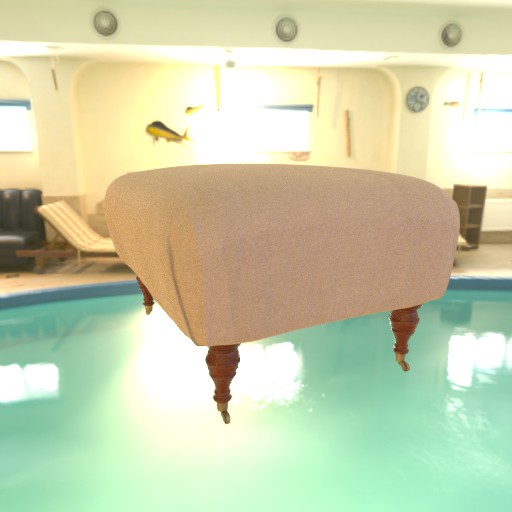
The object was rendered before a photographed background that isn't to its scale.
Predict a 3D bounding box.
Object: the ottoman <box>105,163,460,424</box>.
[{"bbox_3d":[0.000,0.000,1.099,0.622,0.450,0.746,-7,15,-26],"label":"ottoman"}]
